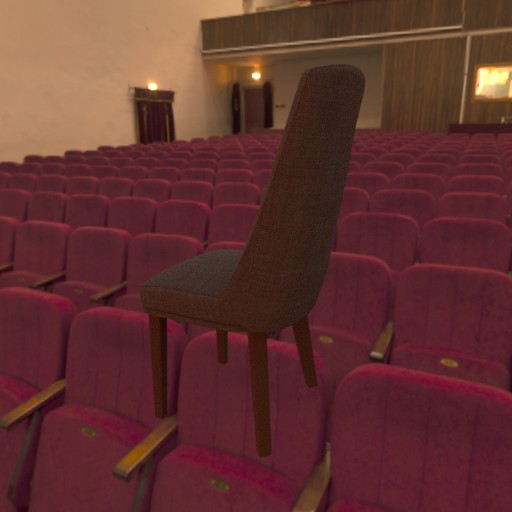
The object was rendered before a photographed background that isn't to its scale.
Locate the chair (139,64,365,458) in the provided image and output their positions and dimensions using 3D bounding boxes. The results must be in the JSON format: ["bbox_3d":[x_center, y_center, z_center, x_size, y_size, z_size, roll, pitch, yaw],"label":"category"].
[{"bbox_3d":[0.000,0.000,1.369,0.577,1.050,0.510,8,17,26],"label":"chair"}]
